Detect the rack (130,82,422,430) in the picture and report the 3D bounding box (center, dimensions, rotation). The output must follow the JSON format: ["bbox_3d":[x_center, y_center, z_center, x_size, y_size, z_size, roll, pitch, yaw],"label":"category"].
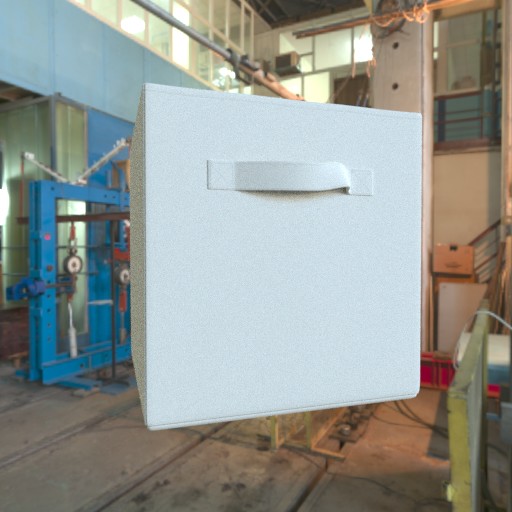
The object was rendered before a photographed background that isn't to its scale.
[{"bbox_3d":[0.000,0.000,0.504,0.270,0.280,0.270,0,1,-18],"label":"rack"}]
